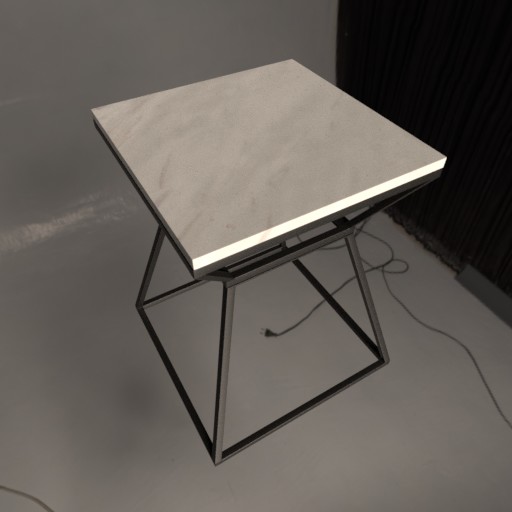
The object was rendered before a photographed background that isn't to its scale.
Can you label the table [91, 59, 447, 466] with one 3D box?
[{"bbox_3d":[0.000,0.000,0.892,0.455,0.559,0.455,-23,50,-21],"label":"table"}]
